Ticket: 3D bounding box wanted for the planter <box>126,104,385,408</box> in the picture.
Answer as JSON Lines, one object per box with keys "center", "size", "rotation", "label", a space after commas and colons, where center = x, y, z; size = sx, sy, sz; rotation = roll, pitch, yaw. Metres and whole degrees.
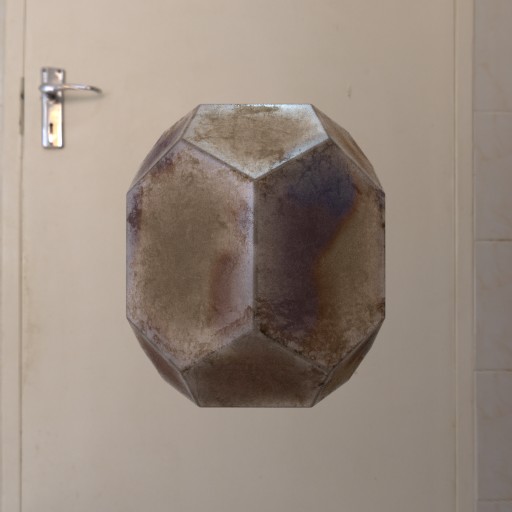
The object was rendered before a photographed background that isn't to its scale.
{"center": [0.000, 0.000, 0.421], "size": [0.221, 0.238, 0.243], "rotation": [0, 0, 0], "label": "planter"}
